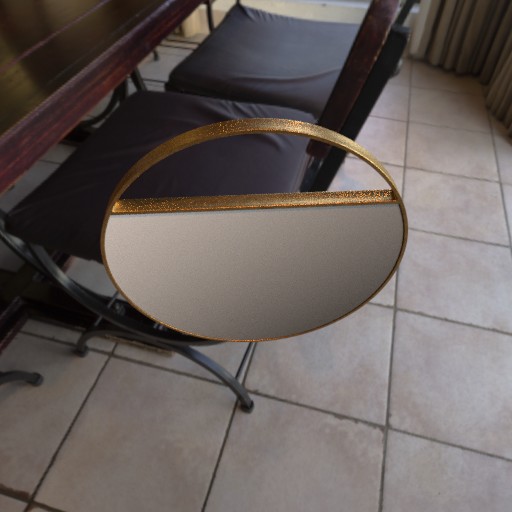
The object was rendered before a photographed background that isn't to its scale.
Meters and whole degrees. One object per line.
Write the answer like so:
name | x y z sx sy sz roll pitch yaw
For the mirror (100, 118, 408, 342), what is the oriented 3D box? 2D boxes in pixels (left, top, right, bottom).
mirror | 0.000 0.000 0.849 0.565 0.565 0.032 -3 47 -2
